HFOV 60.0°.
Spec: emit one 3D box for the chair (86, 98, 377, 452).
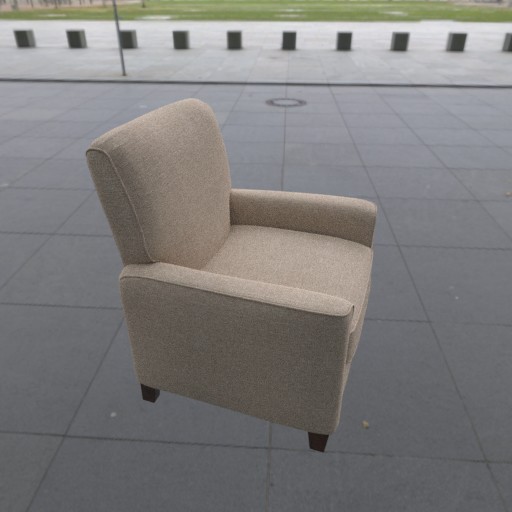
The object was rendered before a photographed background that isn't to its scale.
[{"bbox_3d":[0.000,0.000,1.683,0.858,1.028,0.841,10,32,16],"label":"chair"}]
